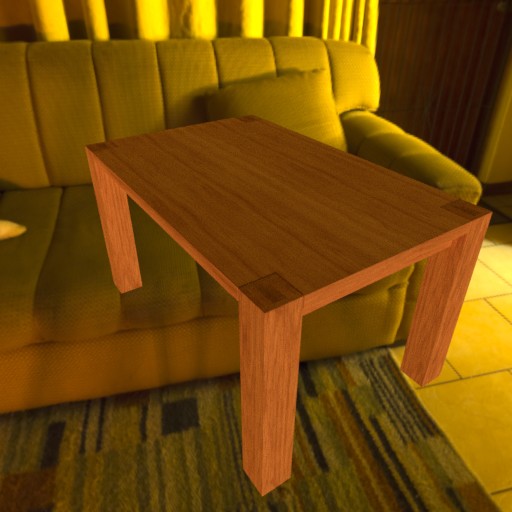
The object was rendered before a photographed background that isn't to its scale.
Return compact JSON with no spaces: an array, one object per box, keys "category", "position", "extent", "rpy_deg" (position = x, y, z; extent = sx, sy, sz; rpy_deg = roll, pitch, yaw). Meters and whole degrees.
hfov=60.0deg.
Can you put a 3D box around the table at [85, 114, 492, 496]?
[{"category":"table","position":[0.000,0.000,1.908],"extent":[0.900,0.760,1.400],"rpy_deg":[-20,38,-28]}]
